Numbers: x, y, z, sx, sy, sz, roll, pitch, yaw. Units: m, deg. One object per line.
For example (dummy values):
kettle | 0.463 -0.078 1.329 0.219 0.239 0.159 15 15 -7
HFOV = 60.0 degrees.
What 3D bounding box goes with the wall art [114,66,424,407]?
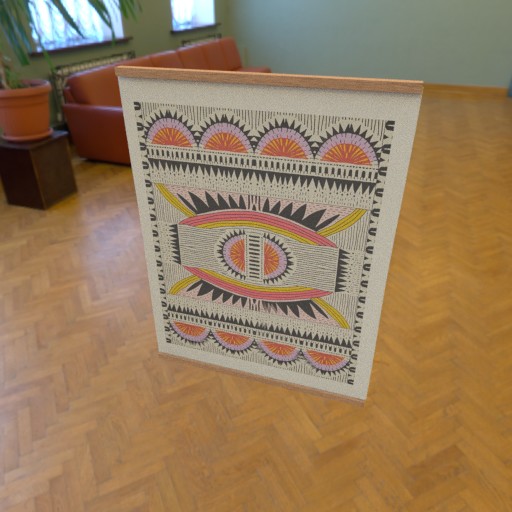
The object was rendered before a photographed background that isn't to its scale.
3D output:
wall art | 0.000 0.000 1.319 0.765 1.016 0.028 9 32 15
